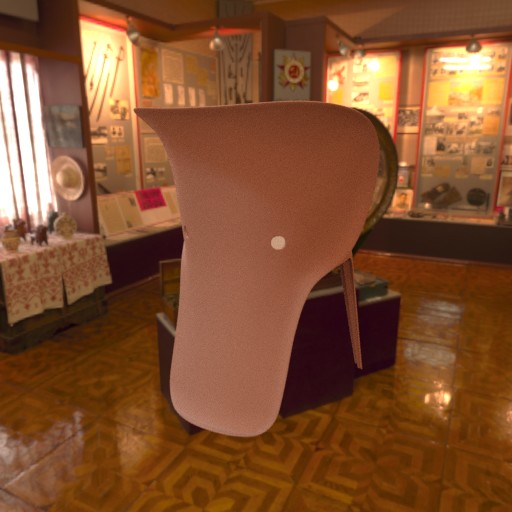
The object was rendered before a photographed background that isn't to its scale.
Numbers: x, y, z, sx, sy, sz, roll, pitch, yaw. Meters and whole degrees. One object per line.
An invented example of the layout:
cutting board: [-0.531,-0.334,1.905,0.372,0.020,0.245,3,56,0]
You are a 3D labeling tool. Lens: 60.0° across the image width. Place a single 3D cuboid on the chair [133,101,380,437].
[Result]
chair: [0.000,0.000,0.885,0.451,0.554,0.402,8,17,27]
